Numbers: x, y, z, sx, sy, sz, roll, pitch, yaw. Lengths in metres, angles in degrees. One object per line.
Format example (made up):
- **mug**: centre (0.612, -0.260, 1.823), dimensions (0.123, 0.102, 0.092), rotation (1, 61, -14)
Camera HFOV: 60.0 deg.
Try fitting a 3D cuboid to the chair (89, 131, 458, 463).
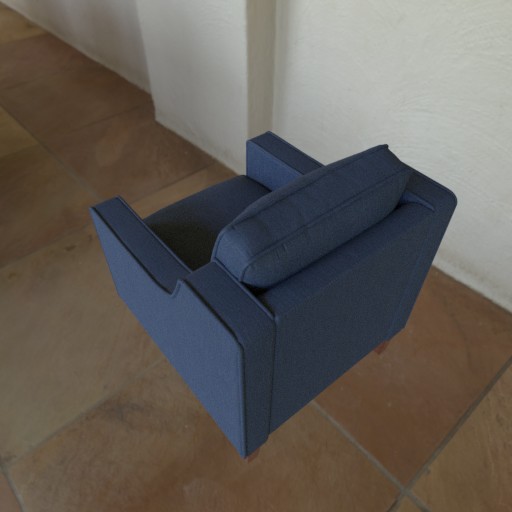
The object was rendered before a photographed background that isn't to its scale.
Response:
- **chair**: centre (0.000, 0.000, 1.624), dimensions (0.831, 0.960, 0.909), rotation (-30, 53, -26)
